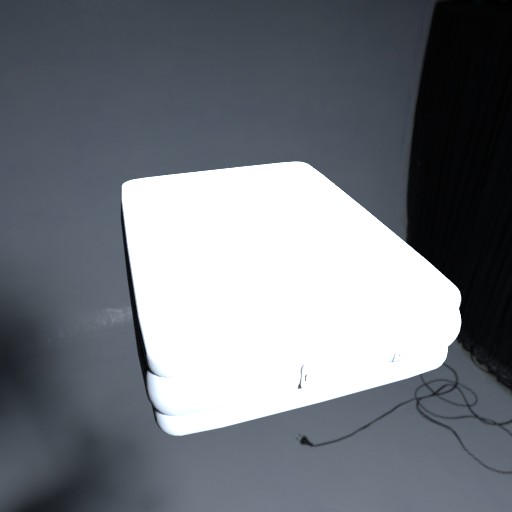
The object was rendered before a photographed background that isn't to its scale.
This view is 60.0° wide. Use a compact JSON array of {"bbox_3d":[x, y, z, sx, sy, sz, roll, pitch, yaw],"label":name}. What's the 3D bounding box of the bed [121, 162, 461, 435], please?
[{"bbox_3d":[0.000,0.000,2.690,1.520,0.460,2.036,-9,33,-15],"label":"bed"}]
